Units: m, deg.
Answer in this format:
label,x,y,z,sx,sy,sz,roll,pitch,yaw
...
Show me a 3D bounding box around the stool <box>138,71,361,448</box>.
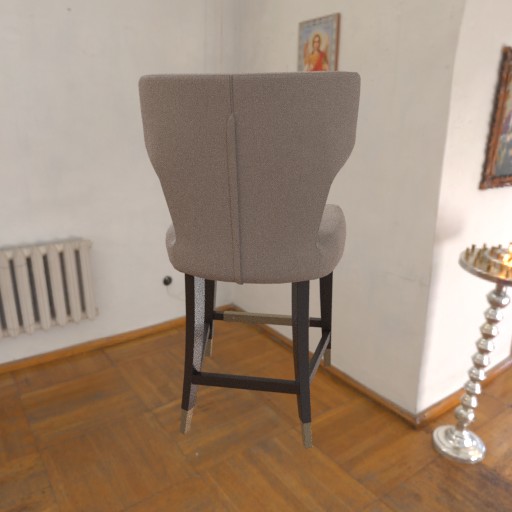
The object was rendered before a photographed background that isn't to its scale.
label,x,y,z,sx,sy,sz,roll,pitch,yaw
stool,0.000,0.000,1.317,0.527,0.982,0.563,3,17,9
